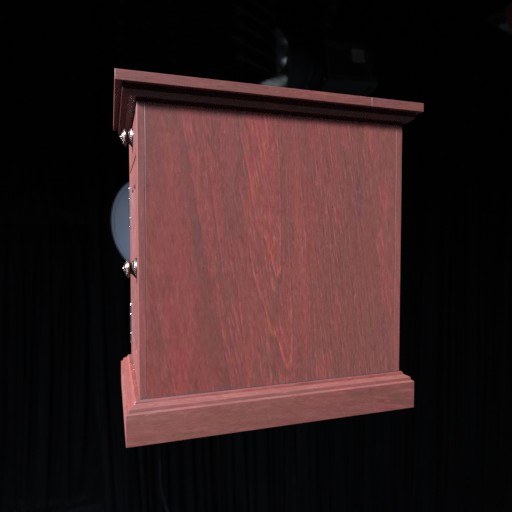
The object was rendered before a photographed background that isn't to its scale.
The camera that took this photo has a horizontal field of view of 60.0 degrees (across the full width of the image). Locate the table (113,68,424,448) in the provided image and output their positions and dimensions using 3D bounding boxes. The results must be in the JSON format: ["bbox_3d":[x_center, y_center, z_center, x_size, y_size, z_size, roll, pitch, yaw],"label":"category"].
[{"bbox_3d":[0.000,0.000,0.969,0.584,0.612,0.356,-1,2,-18],"label":"table"}]
